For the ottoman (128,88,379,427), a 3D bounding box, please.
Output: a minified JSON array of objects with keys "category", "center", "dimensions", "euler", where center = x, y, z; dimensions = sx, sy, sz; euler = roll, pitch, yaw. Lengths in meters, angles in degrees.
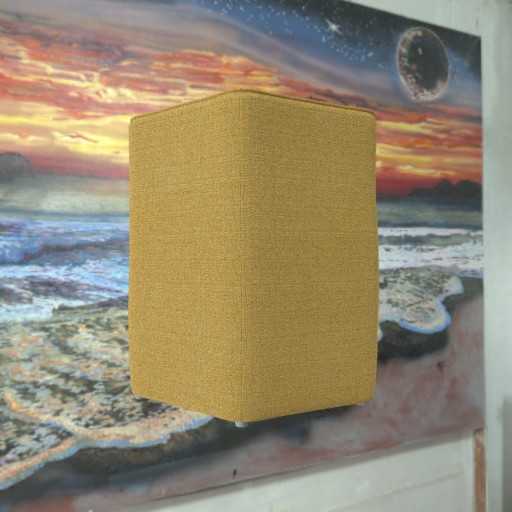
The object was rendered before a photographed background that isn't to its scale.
[{"category":"ottoman","center":[0.000,0.000,0.879],"dimensions":[0.494,0.502,0.443],"euler":[0,0,35]}]
